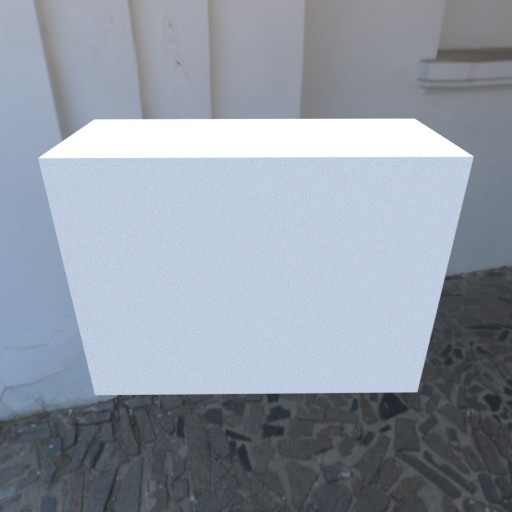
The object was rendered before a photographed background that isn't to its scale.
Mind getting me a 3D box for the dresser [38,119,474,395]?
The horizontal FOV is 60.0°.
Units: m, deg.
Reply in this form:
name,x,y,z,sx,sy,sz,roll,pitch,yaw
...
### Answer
name,x,y,z,sx,sy,sz,roll,pitch,yaw
dresser,0.000,0.000,1.517,1.100,0.820,0.460,0,29,-1
